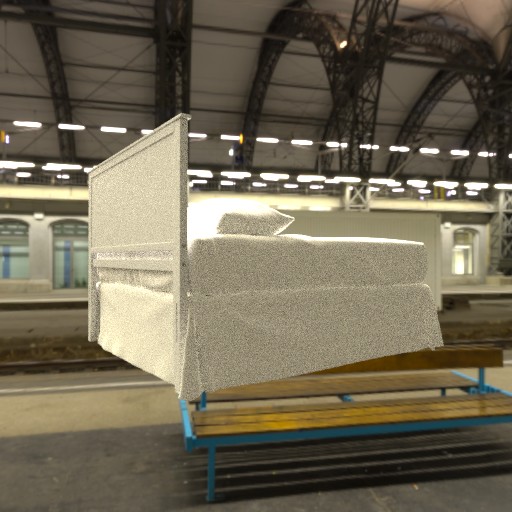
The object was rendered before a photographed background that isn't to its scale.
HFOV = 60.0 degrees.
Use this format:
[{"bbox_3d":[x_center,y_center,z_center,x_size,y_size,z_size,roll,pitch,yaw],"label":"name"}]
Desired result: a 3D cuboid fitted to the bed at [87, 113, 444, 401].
[{"bbox_3d":[0.000,0.000,3.218,2.047,1.269,1.876,0,0,-35],"label":"bed"}]
